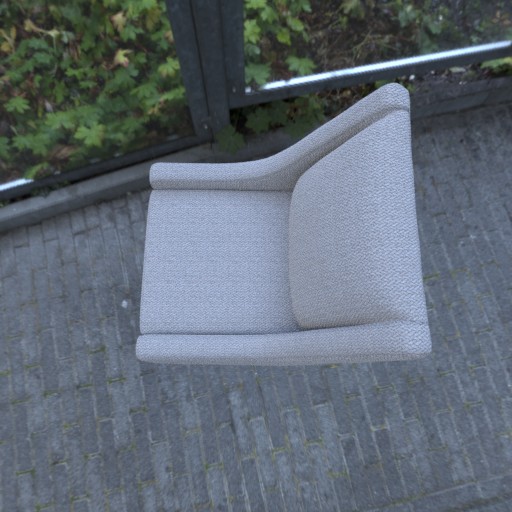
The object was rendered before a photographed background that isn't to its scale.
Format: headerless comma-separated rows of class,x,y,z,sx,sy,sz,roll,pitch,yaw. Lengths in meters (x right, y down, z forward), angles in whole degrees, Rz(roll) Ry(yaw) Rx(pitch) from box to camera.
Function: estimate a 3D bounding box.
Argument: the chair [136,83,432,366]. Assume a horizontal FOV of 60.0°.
chair,0.000,0.000,1.623,0.870,1.014,0.774,1,75,0
